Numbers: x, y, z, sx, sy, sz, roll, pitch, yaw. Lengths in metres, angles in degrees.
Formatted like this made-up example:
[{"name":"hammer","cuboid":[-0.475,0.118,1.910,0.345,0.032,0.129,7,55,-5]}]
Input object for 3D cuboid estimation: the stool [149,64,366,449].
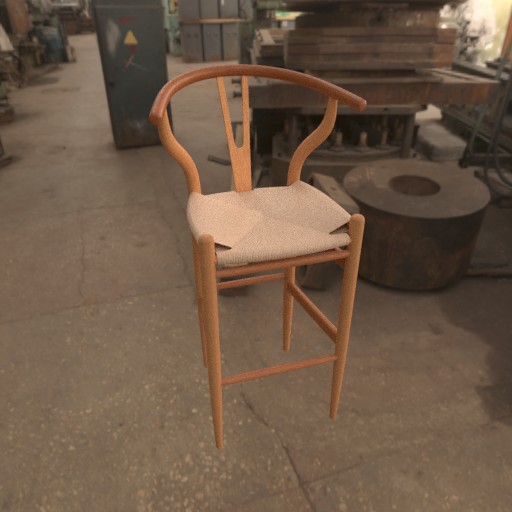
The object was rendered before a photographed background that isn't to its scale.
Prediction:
[{"name":"stool","cuboid":[0.000,0.000,1.412,0.574,1.068,0.561,-9,31,-15]}]
